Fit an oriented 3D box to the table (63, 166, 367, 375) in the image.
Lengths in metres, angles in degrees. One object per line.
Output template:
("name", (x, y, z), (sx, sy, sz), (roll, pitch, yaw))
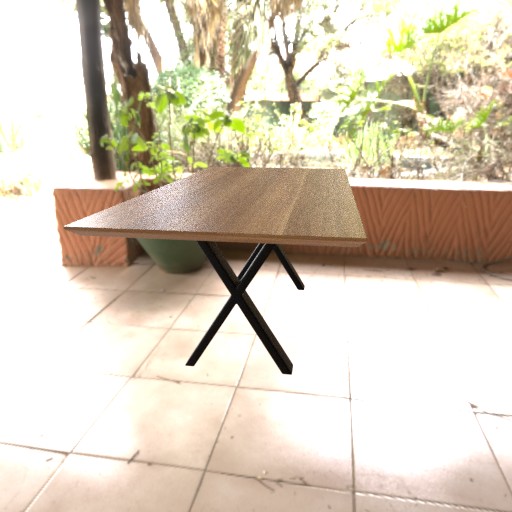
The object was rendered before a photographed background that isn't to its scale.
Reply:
("table", (0.000, 0.000, 2.476), (1.000, 0.770, 2.000), (3, 17, 9))
